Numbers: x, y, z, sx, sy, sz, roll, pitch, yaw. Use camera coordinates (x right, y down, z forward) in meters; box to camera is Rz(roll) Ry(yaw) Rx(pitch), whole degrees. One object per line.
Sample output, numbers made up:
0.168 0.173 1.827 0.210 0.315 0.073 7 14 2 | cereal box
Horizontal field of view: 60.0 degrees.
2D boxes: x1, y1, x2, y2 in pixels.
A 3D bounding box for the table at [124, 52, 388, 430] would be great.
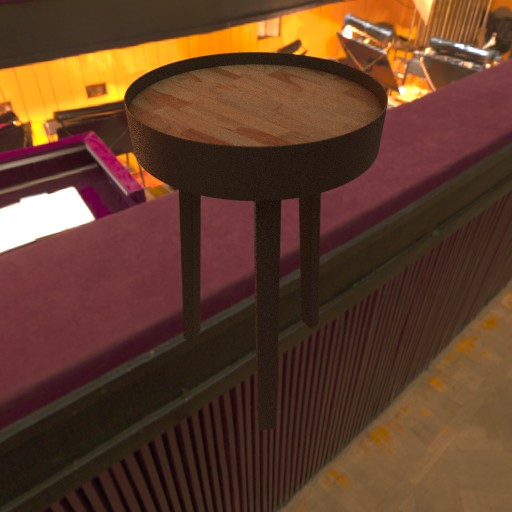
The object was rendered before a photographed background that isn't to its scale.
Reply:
0.000 0.000 0.918 0.406 0.686 0.406 -26 46 -27 | table
